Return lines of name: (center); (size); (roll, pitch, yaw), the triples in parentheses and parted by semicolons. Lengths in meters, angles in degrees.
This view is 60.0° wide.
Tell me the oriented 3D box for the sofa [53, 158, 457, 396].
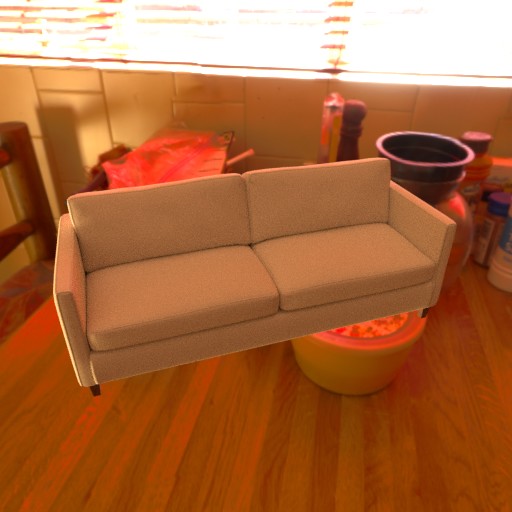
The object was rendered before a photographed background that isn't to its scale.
sofa: (0.000, 0.000, 2.922); (2.361, 0.962, 0.951); (-10, 33, -16)
